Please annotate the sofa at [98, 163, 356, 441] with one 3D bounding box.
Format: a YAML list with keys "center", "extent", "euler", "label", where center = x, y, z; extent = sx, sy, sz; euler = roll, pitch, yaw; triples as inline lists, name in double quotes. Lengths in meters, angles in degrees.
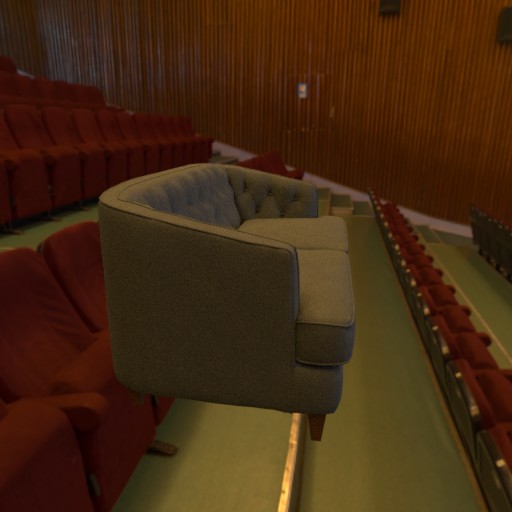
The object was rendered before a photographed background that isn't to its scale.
- center: [0.000, 0.000, 2.256]
  extent: [0.941, 0.855, 1.733]
  euler: [3, 16, 9]
  label: "sofa"
